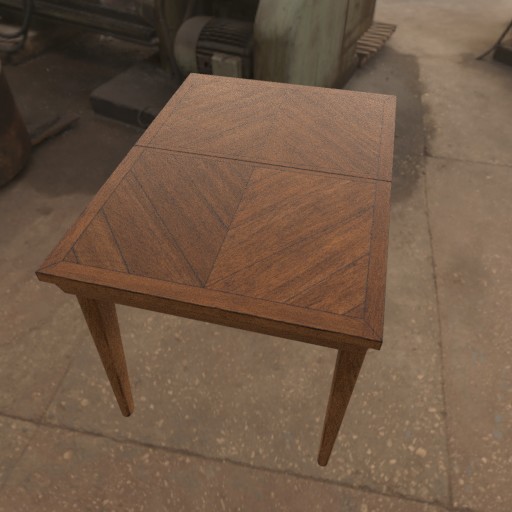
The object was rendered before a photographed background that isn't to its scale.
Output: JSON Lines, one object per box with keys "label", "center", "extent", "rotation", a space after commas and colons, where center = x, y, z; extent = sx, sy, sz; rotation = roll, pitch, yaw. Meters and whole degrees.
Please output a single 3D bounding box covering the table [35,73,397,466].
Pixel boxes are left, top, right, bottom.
{"label": "table", "center": [0.000, 0.000, 1.538], "extent": [0.757, 0.760, 1.027], "rotation": [10, 47, 9]}
